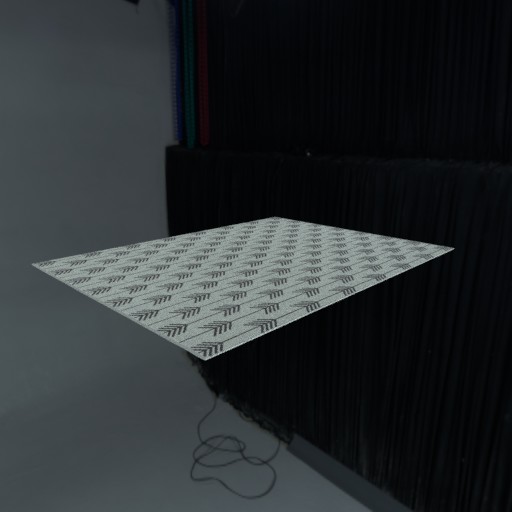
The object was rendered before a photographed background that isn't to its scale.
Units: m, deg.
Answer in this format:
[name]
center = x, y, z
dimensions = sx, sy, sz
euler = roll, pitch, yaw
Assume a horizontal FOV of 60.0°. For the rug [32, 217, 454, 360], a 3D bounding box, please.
[rug]
center = 0.000, 0.000, 4.003
dimensions = 2.330, 0.010, 3.061
euler = 15, 21, 43
